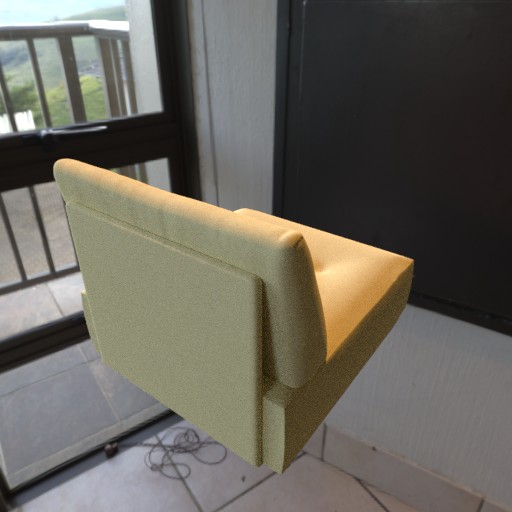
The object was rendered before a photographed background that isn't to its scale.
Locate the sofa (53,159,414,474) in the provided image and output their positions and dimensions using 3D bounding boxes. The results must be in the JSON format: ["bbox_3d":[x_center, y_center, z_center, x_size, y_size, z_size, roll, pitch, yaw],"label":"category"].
[{"bbox_3d":[0.000,0.000,1.685,0.930,0.820,1.000,21,36,31],"label":"sofa"}]
